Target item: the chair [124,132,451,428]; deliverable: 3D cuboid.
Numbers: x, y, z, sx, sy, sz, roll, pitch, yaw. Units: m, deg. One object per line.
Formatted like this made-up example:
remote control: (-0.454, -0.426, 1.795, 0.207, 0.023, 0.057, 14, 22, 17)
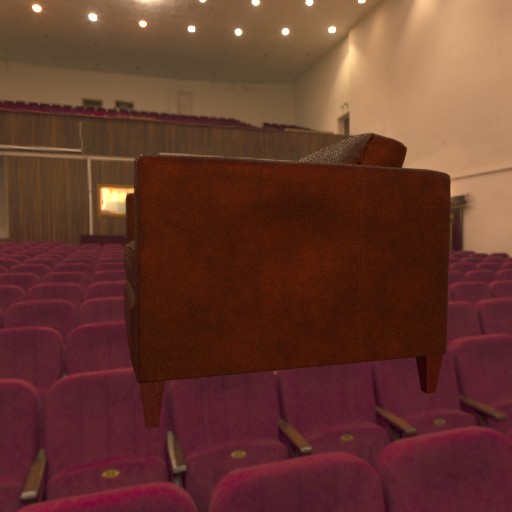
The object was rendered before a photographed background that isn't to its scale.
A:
chair: (0.000, 0.000, 1.709, 0.975, 0.864, 0.990, -1, 2, -18)
